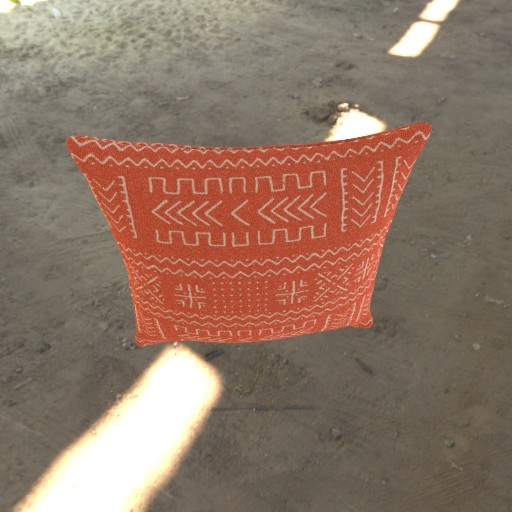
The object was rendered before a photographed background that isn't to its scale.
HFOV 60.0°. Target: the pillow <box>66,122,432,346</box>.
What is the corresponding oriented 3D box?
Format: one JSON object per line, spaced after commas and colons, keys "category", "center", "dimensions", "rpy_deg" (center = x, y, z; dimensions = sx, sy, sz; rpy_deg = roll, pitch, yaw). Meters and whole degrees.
{"category": "pillow", "center": [0.000, 0.000, 0.669], "dimensions": [0.438, 0.429, 0.164], "rpy_deg": [-4, 46, -4]}
